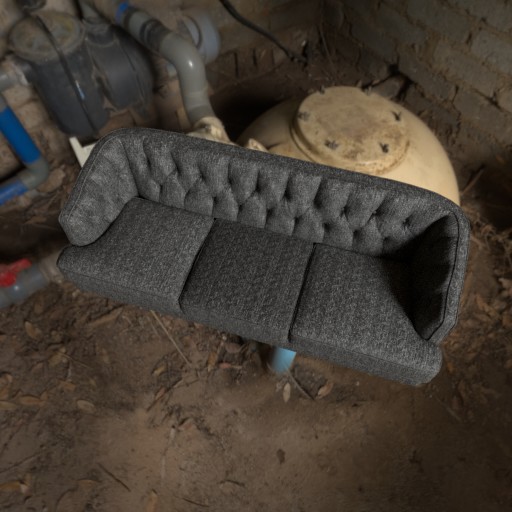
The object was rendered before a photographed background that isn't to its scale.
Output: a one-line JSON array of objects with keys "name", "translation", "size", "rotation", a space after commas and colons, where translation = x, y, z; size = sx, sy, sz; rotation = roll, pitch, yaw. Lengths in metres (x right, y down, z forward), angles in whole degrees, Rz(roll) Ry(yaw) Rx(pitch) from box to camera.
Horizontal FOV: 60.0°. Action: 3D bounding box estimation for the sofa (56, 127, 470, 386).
[{"name": "sofa", "translation": [0.000, 0.000, 2.733], "size": [2.278, 0.855, 0.941], "rotation": [14, 58, 9]}]
